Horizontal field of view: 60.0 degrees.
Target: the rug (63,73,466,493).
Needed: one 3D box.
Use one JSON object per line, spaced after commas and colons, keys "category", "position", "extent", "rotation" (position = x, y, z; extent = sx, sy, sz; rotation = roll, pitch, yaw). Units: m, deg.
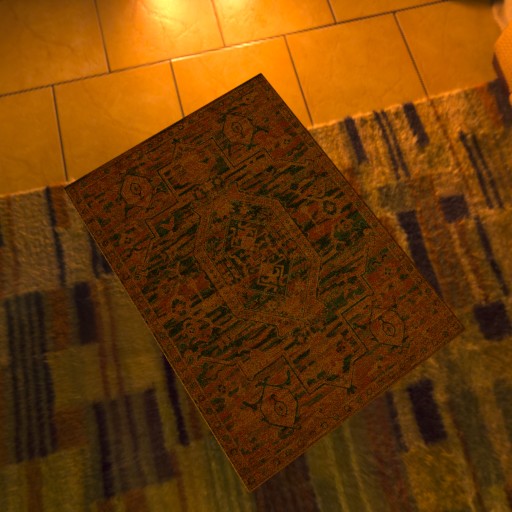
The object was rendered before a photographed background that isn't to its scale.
{"category": "rug", "position": [0.000, 0.000, 2.804], "extent": [1.588, 0.024, 2.204], "rotation": [-33, 77, -9]}
